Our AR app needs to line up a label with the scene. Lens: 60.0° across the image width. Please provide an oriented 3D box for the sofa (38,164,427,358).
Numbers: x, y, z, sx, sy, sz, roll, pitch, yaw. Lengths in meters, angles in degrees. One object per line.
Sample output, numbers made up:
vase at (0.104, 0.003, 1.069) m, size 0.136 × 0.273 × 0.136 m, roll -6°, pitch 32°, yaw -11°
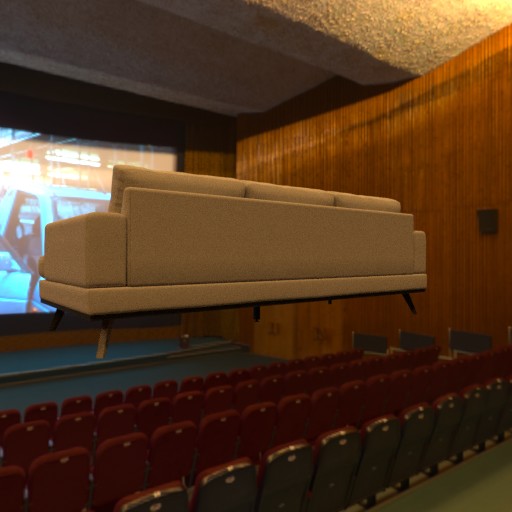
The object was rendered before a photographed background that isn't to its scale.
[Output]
sofa at (0.000, 0.000, 2.748) m, size 2.310 × 0.810 × 0.920 m, roll 0°, pitch 0°, yaw -37°
